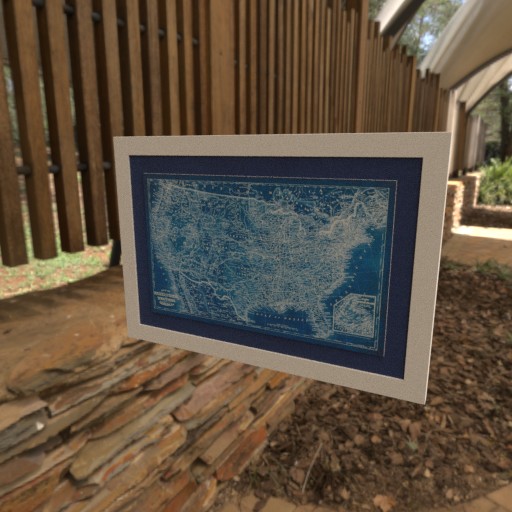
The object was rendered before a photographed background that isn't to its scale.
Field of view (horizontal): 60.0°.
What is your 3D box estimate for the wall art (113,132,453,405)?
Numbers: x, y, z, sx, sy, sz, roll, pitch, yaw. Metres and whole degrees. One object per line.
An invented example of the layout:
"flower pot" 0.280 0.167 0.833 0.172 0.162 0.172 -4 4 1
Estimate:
"wall art" 0.000 0.000 1.712 1.308 0.902 0.051 6 15 25
